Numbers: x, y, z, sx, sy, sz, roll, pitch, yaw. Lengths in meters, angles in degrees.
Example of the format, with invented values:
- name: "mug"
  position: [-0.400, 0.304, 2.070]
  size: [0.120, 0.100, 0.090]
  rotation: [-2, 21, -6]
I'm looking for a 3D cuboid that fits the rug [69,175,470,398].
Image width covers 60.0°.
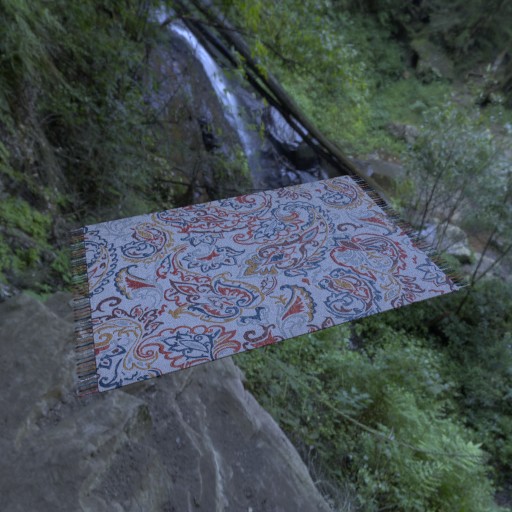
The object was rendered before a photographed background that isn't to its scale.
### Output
- name: "rug"
  position: [0.000, 0.000, 2.520]
  size: [1.997, 0.010, 1.218]
  rotation: [-13, 43, -14]
